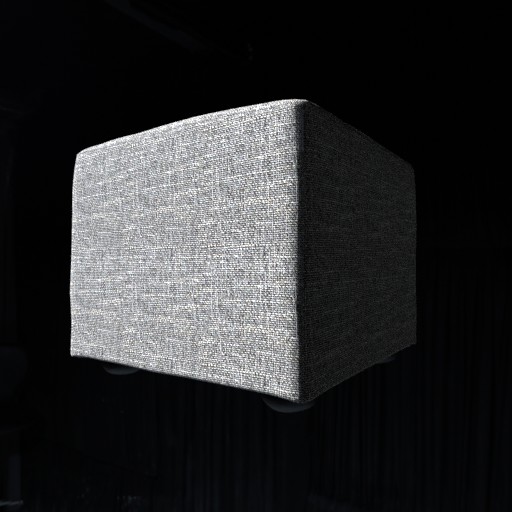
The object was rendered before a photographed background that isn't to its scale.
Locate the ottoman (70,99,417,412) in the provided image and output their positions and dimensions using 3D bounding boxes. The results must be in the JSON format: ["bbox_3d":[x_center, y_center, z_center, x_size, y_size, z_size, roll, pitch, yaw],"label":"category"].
[{"bbox_3d":[0.000,0.000,0.902,0.512,0.453,0.521,-1,-1,35],"label":"ottoman"}]
